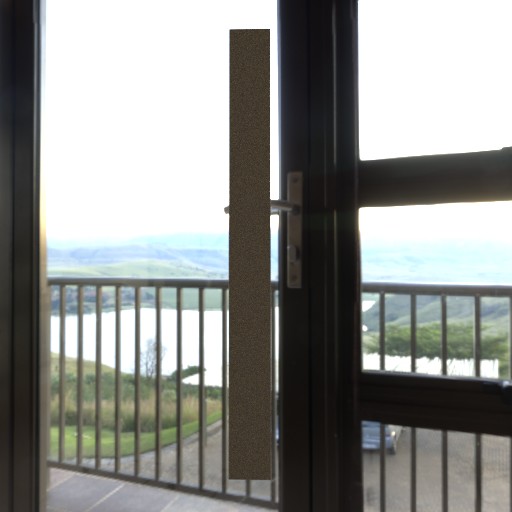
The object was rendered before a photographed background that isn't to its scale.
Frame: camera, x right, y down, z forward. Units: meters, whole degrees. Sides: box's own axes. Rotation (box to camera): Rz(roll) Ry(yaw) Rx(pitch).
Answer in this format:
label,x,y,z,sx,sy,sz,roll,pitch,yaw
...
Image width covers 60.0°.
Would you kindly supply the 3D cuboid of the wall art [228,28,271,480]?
label,x,y,z,sx,sy,sz,roll,pitch,yaw
wall art,0.000,0.000,0.601,0.038,0.406,0.406,0,-1,2
